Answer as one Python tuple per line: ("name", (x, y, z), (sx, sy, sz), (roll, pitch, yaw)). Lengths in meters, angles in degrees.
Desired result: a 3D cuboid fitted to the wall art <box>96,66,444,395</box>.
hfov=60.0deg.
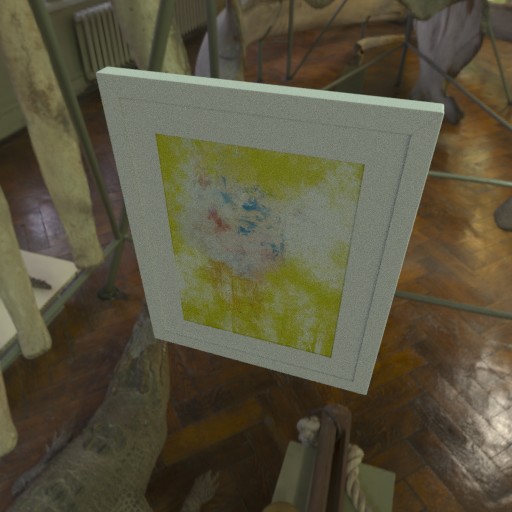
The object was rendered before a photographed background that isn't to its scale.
("wall art", (0.000, 0.000, 0.738), (0.454, 0.556, 0.028), (12, 41, 14))
